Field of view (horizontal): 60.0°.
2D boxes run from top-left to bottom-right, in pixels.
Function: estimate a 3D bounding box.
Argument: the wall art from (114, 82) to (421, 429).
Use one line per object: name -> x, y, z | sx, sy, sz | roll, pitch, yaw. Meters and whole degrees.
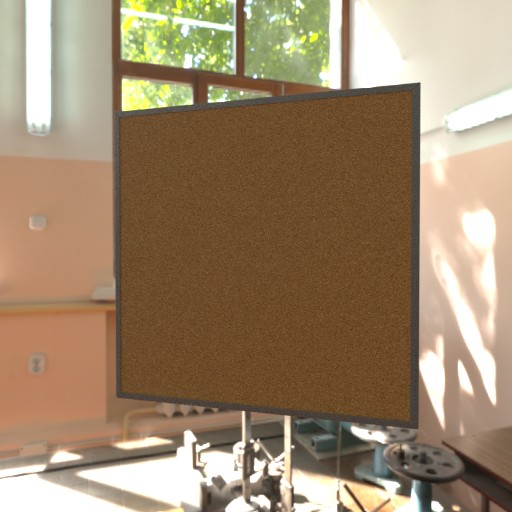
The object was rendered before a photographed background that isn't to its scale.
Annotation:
wall art -> 0.000, 0.000, 0.505 | 0.349, 0.349, 0.028 | 0, 1, 16
